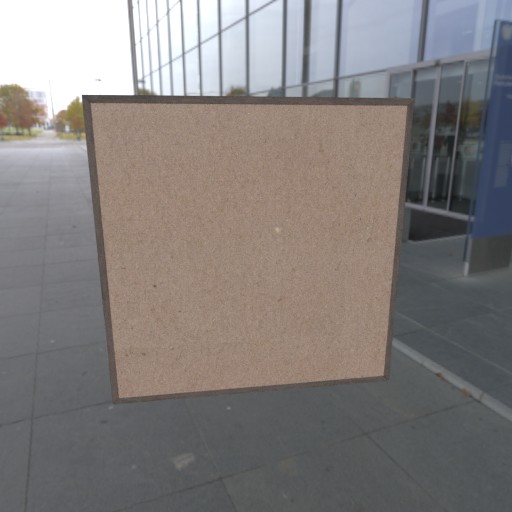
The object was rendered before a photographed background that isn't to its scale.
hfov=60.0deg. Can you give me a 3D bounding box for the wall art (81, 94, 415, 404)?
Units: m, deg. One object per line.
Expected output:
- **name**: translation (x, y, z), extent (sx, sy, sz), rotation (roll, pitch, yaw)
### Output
- **wall art**: translation (0.000, 0.000, 1.126), extent (0.762, 0.762, 0.038), rotation (-2, 16, -8)
